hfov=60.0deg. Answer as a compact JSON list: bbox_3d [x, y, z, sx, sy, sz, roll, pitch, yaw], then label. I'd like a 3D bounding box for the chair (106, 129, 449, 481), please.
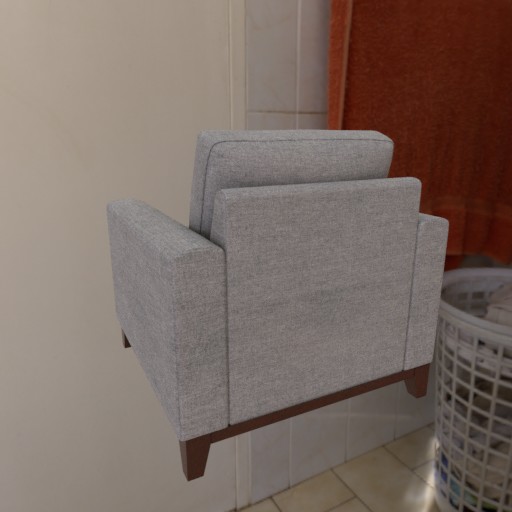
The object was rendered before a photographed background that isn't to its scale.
[{"bbox_3d":[0.000,0.000,1.839,1.024,1.010,1.038,-8,18,-26],"label":"chair"}]
